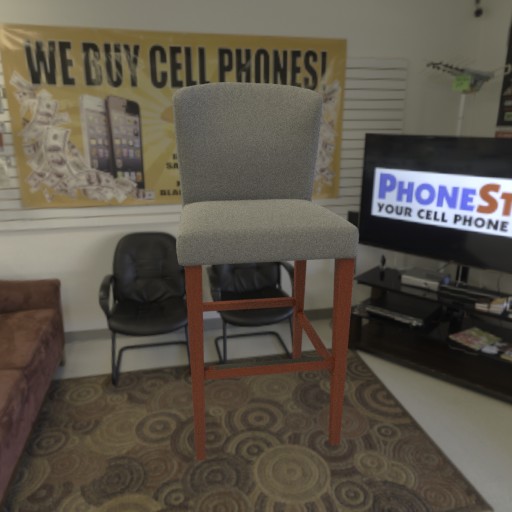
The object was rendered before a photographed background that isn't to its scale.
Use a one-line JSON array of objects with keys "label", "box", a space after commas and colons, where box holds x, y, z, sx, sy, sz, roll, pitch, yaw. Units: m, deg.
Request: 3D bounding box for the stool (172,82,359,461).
[{"label": "stool", "box": [0.000, 0.000, 1.404, 0.481, 1.069, 0.568, -3, 17, -9]}]
